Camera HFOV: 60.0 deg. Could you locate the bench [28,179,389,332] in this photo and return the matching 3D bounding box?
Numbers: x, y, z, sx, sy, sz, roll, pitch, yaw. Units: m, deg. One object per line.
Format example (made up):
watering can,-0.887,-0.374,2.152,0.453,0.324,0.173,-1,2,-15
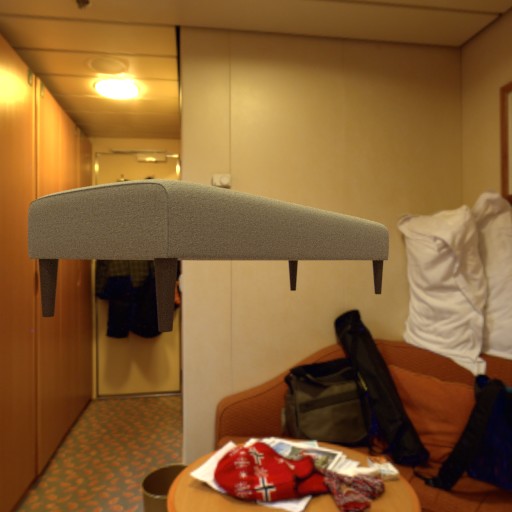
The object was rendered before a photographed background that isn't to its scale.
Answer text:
bench,0.000,0.000,1.829,0.631,0.383,1.598,-1,-1,35
